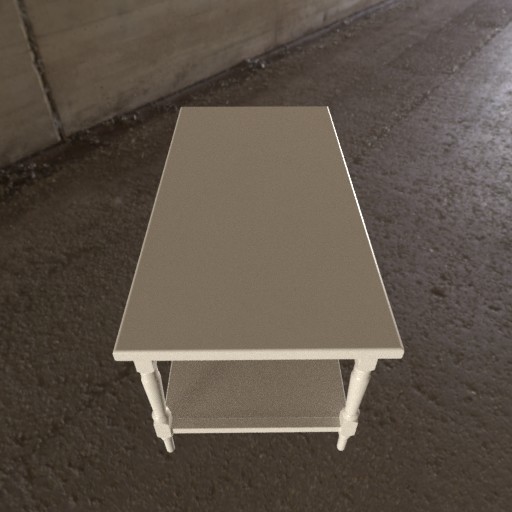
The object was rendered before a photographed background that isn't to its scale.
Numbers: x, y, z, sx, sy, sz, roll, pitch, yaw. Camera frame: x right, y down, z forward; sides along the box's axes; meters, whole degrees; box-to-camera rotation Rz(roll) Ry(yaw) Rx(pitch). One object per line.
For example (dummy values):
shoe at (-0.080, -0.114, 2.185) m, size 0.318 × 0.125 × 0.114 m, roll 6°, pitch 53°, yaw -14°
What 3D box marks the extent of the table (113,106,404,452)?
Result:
table at (0.000, 0.000, 1.413) m, size 0.550 × 0.510 × 1.107 m, roll 0°, pitch 42°, yaw 0°
